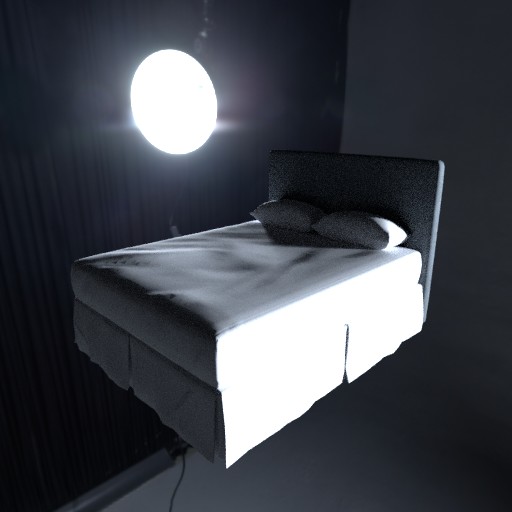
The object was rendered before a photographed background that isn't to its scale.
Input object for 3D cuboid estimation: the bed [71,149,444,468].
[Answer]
[{"bbox_3d":[0.000,0.000,3.164,2.142,1.330,1.713,-16,23,-42],"label":"bed"}]
